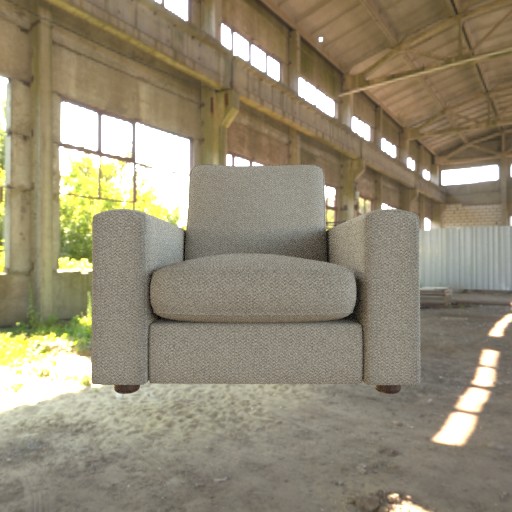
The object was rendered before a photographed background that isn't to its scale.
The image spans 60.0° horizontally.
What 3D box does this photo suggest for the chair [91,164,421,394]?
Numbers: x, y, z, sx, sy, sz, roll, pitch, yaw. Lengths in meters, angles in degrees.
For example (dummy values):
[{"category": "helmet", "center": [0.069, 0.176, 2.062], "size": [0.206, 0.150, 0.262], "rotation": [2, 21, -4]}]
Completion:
[{"category": "chair", "center": [0.000, 0.000, 1.805], "size": [1.005, 0.873, 1.016], "rotation": [0, -1, 0]}]
